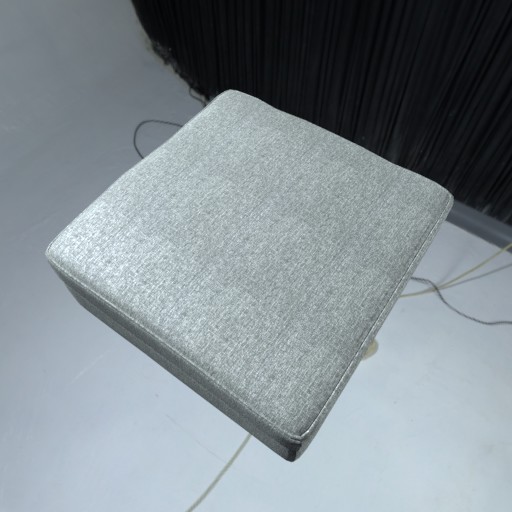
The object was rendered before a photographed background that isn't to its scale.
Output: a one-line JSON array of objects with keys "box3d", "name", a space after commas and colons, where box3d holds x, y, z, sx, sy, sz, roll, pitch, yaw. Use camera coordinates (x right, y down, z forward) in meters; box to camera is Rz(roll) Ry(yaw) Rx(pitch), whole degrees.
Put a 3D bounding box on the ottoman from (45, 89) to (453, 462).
[{"box3d": [0.000, 0.000, 1.358, 0.838, 0.481, 0.838, 31, 63, 18], "name": "ottoman"}]
